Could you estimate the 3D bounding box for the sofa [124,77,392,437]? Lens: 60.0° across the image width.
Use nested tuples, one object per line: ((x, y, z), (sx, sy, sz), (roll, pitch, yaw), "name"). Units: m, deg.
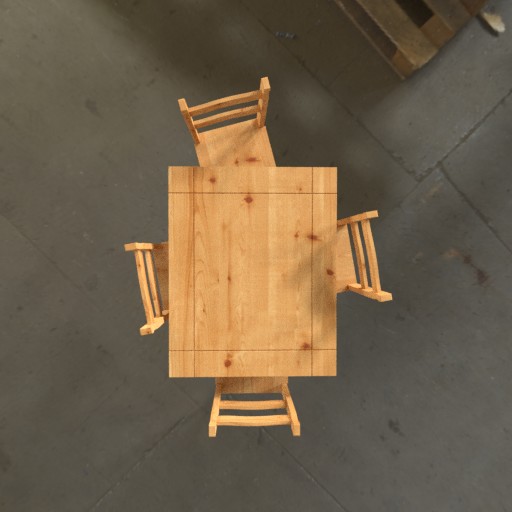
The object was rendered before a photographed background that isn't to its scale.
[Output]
((0.000, 0.000, 2.361), (1.144, 1.000, 1.529), (0, 91, -2), "sofa")
